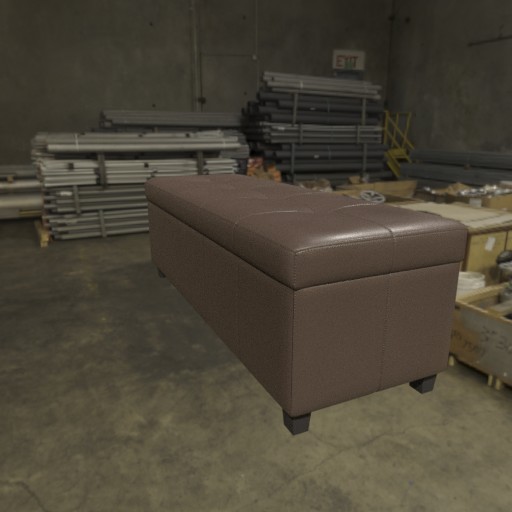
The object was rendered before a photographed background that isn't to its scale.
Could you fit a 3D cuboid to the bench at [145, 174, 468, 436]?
[{"bbox_3d":[0.000,0.000,1.409,0.450,0.417,1.219,-7,17,-24],"label":"bench"}]
